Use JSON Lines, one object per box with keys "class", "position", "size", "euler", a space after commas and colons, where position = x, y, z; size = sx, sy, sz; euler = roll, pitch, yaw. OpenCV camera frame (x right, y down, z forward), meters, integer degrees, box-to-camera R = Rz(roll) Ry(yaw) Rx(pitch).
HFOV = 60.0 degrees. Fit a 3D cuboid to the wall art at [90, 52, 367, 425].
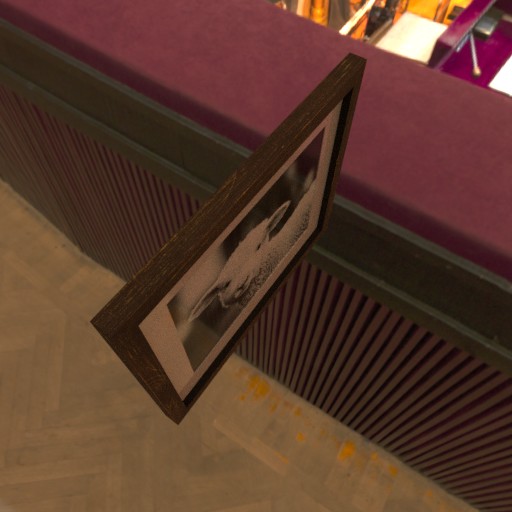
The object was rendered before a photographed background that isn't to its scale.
{"class": "wall art", "position": [0.000, 0.000, 0.771], "size": [0.032, 0.457, 0.558], "euler": [31, 63, 17]}
